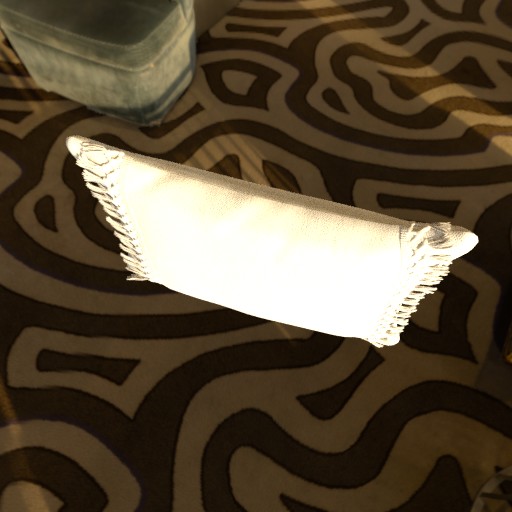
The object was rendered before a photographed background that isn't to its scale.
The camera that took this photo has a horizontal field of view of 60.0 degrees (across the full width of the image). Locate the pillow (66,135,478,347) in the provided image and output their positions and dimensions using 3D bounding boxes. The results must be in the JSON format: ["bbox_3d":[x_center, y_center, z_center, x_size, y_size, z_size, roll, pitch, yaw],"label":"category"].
[{"bbox_3d":[0.000,0.000,0.601,0.466,0.305,0.084,15,60,9],"label":"pillow"}]
